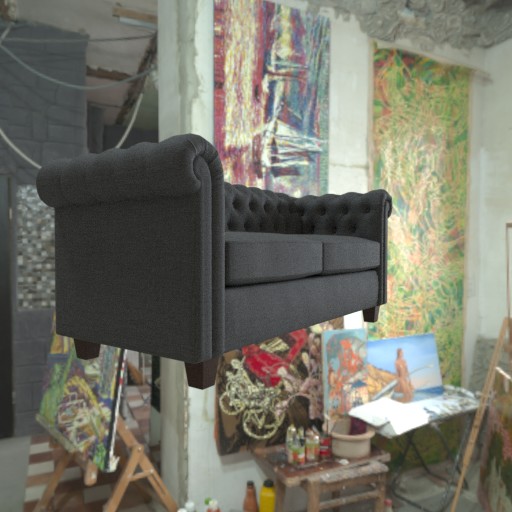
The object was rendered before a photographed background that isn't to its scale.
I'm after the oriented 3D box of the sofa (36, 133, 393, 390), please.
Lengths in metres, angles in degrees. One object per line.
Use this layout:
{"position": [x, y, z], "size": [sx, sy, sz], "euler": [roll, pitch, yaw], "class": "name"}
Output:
{"position": [0.000, 0.000, 2.187], "size": [0.783, 0.797, 1.798], "euler": [1, 2, 36], "class": "sofa"}
